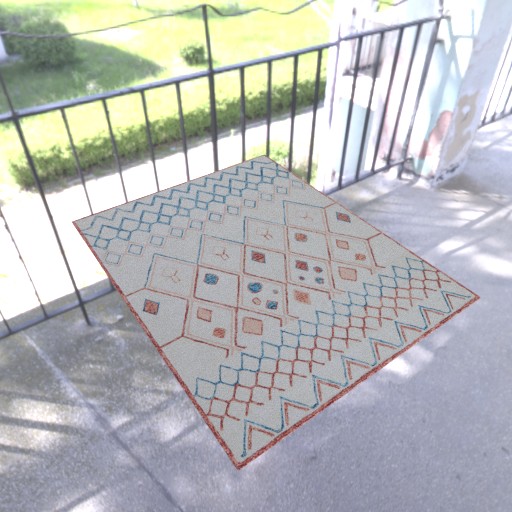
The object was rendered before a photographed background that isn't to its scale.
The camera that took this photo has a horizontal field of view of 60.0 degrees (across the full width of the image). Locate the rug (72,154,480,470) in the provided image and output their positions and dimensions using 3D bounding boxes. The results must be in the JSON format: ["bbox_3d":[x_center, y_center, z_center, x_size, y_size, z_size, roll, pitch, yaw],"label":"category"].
[{"bbox_3d":[0.000,0.000,4.105,2.441,0.016,3.050,-25,47,-26],"label":"rug"}]
